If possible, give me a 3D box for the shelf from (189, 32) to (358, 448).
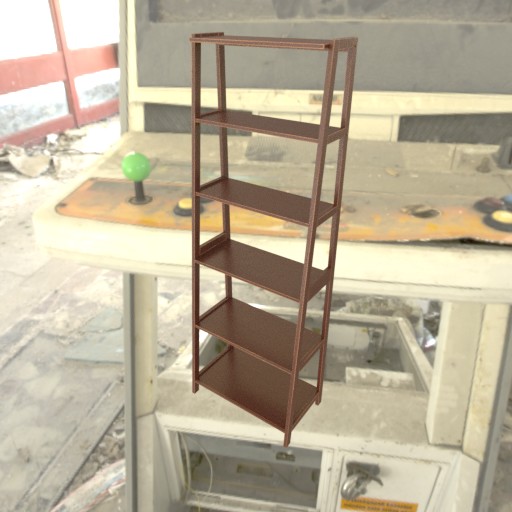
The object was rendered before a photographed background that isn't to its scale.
[{"bbox_3d":[0.000,0.000,2.129,0.660,1.892,0.381,19,35,30],"label":"shelf"}]
